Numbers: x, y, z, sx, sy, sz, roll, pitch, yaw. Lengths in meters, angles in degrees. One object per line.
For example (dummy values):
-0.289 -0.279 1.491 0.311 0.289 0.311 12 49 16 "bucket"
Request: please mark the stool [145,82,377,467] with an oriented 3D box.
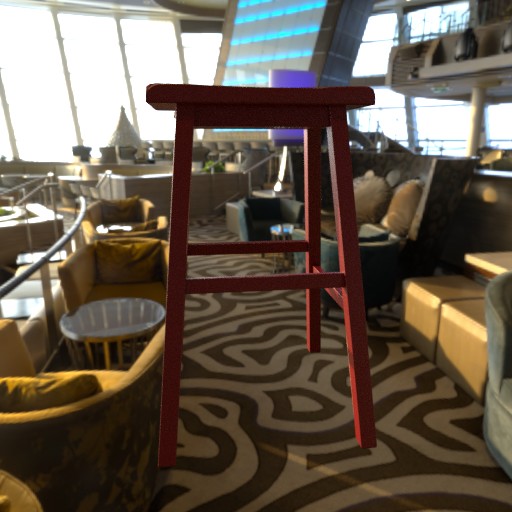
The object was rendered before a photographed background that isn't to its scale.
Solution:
0.000 0.000 1.050 0.457 0.737 0.476 -2 15 -7 "stool"
